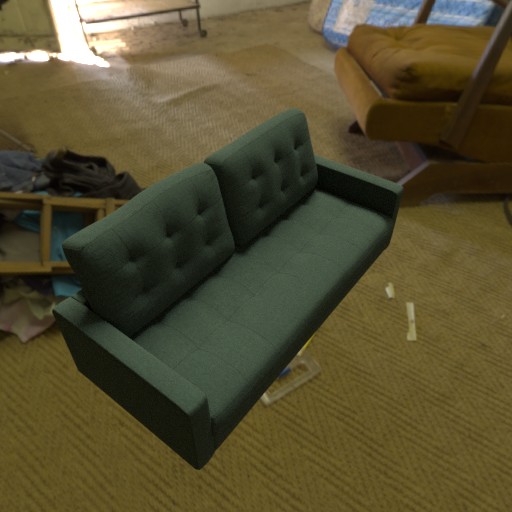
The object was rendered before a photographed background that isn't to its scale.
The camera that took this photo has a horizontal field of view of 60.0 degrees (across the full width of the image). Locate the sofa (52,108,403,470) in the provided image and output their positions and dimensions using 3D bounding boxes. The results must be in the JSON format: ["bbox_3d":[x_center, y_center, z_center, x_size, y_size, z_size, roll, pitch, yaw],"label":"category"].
[{"bbox_3d":[0.000,0.000,2.551,0.966,1.050,2.010,27,48,27],"label":"sofa"}]
